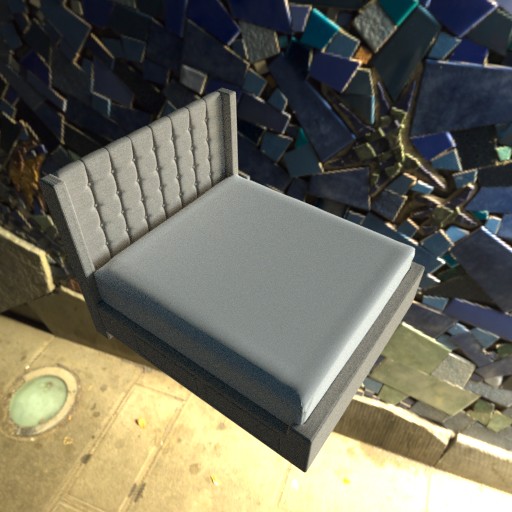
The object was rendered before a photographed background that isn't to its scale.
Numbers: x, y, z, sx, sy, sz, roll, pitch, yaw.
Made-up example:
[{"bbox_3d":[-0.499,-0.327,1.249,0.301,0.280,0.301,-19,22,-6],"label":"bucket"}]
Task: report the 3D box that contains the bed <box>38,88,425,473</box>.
[{"bbox_3d":[0.000,0.000,3.816,2.372,1.748,2.044,26,49,26],"label":"bed"}]
